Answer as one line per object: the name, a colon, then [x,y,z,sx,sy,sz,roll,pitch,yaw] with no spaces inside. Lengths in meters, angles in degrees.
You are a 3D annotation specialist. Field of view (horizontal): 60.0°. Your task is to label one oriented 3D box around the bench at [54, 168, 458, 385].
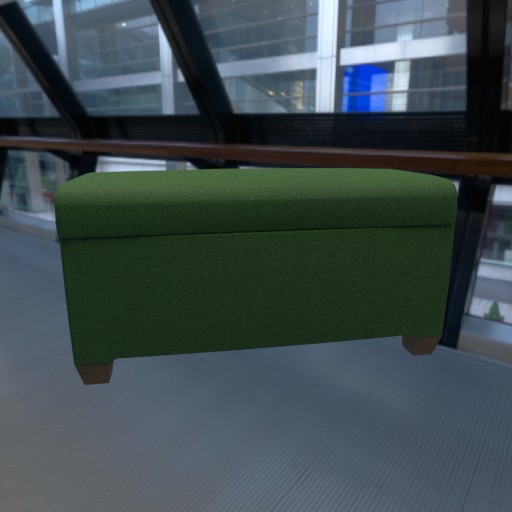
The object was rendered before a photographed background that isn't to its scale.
bench: [0.000,0.000,1.315,0.989,0.501,0.505,-3,15,-10]
